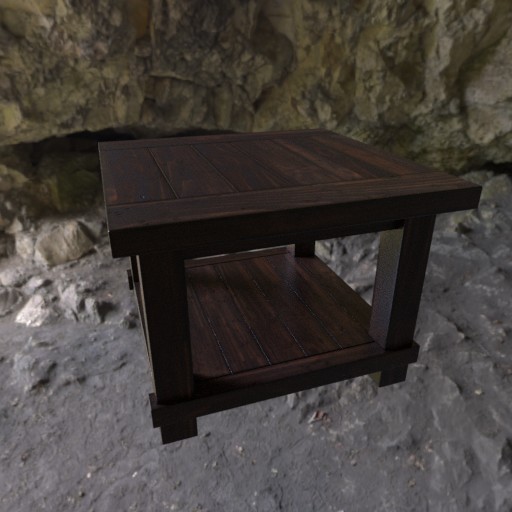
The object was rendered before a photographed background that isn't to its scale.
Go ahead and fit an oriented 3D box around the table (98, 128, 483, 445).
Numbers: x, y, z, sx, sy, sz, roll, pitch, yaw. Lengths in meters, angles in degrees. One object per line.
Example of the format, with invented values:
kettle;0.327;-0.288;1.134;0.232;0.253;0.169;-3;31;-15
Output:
table;0.000;0.000;1.005;0.606;0.437;0.593;-8;27;-17
